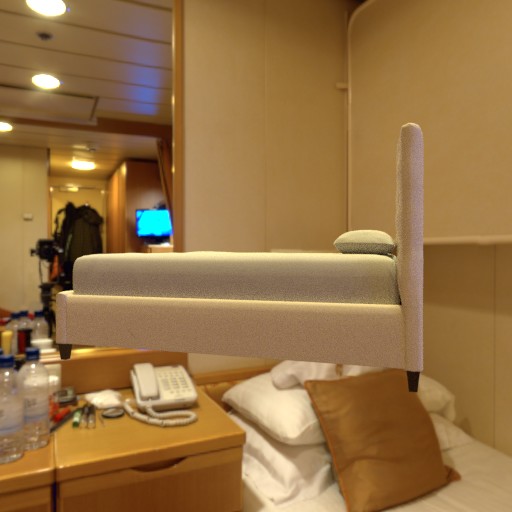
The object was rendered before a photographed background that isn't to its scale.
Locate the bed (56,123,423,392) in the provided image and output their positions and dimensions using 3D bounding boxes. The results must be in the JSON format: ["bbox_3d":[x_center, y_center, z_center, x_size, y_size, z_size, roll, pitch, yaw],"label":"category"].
[{"bbox_3d":[0.000,0.000,3.479,2.387,1.427,1.698,0,1,18],"label":"bed"}]
